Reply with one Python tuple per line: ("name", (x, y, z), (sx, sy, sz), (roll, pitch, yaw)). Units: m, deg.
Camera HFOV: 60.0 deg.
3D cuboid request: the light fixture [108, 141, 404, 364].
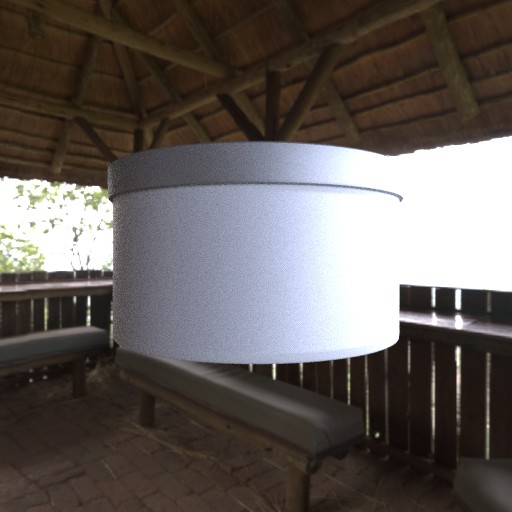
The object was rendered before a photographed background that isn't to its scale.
("light fixture", (0.000, 0.000, 0.621), (0.393, 0.229, 0.393), (0, 0, 0))
